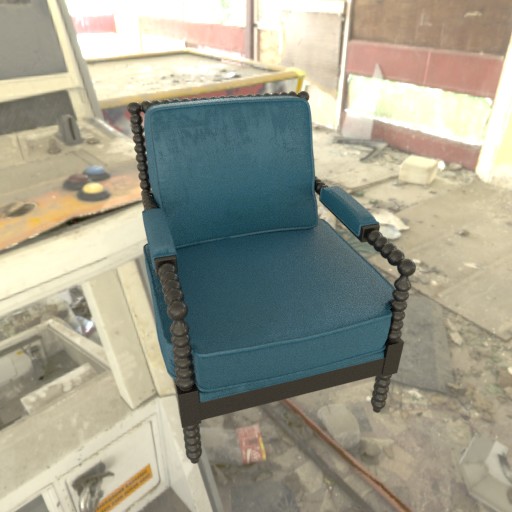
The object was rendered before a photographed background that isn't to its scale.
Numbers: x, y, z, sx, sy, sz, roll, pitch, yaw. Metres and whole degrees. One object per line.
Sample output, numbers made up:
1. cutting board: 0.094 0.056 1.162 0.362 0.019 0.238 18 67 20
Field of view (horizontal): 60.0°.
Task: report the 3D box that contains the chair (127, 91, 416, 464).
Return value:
1. chair: 0.000 0.000 1.422 0.688 0.857 0.805 -9 32 -15
